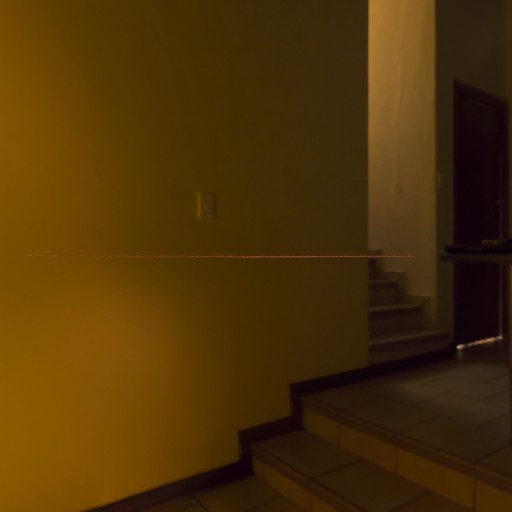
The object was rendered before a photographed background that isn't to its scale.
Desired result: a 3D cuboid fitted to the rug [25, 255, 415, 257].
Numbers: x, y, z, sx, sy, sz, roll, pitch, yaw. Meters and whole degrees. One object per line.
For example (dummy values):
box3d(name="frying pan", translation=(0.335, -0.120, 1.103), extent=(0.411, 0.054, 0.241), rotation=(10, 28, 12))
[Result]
box3d(name="rug", translation=(0.000, 0.000, 3.093), extent=(1.523, 0.008, 2.438), rotation=(0, 0, 35))
